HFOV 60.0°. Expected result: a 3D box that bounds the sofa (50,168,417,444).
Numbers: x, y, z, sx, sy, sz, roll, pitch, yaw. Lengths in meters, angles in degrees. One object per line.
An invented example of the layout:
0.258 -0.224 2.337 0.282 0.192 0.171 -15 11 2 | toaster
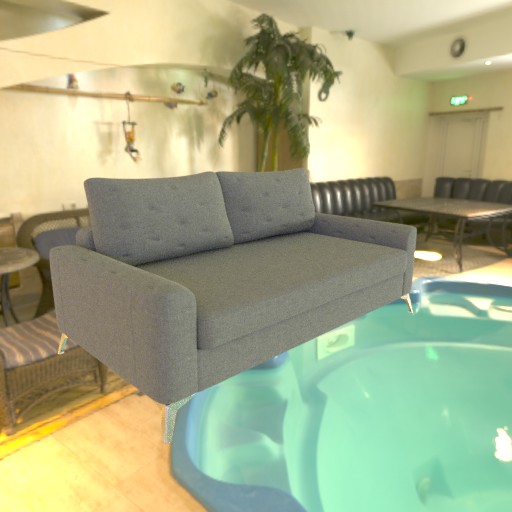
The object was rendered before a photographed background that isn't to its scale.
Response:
0.000 0.000 2.155 1.650 0.790 0.920 -13 19 -43 | sofa
